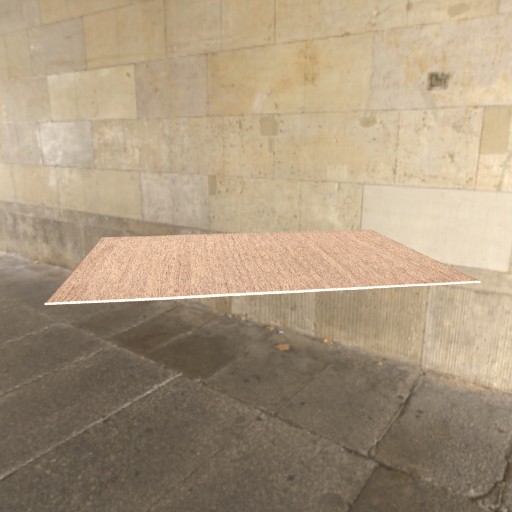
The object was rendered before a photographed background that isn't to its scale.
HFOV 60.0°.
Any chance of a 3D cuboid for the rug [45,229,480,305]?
[{"bbox_3d":[0.000,0.000,2.431,1.840,0.013,1.225,-2,15,-9],"label":"rug"}]
